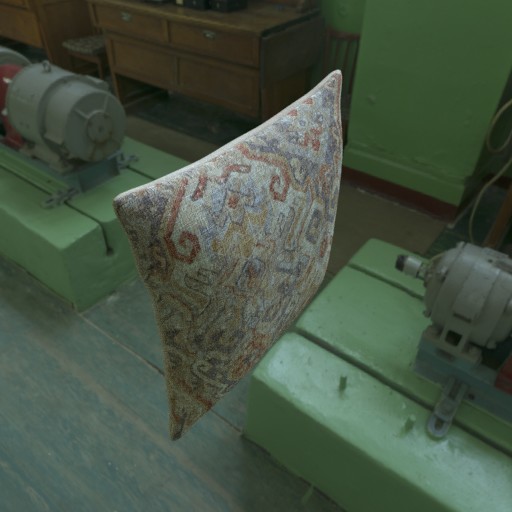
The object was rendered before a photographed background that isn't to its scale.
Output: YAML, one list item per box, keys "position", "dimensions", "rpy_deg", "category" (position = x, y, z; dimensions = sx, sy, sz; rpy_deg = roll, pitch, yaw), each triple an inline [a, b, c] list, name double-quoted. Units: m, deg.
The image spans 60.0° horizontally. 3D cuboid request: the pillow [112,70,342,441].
- position: [0.000, 0.000, 0.789]
  dimensions: [0.166, 0.506, 0.523]
  rpy_deg: [25, 47, 26]
  category: "pillow"
